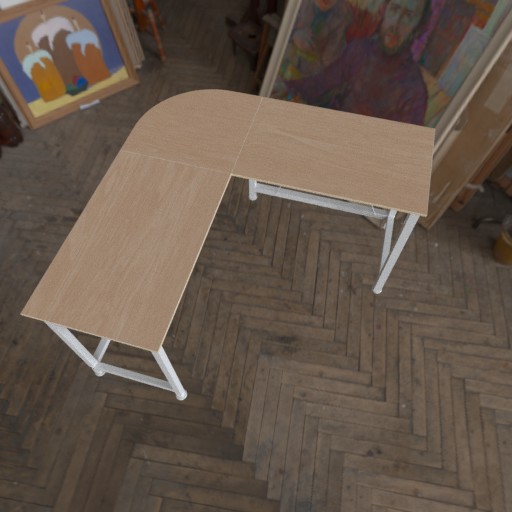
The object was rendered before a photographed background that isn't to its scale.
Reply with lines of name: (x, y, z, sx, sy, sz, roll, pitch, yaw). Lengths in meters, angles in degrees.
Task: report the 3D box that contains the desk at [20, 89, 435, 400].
desk: (0.000, 0.000, 2.201, 1.400, 0.762, 1.400, 13, 59, 8)
